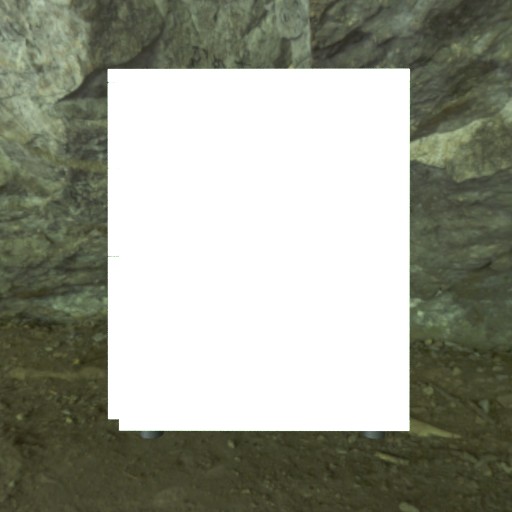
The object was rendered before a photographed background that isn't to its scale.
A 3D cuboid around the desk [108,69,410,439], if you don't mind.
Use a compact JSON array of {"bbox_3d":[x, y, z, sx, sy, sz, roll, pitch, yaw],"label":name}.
[{"bbox_3d":[0.000,0.000,1.066,0.600,0.730,0.404,0,0,0],"label":"desk"}]
